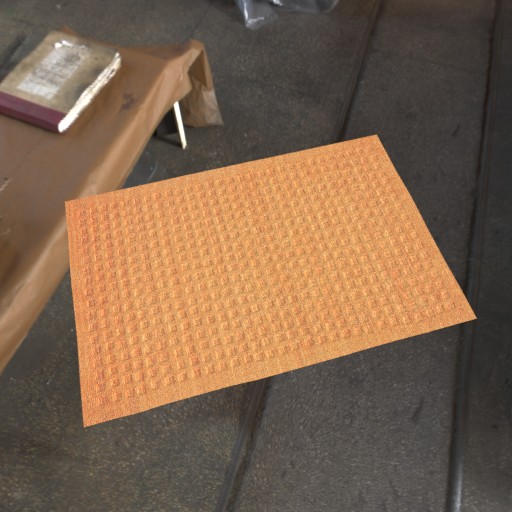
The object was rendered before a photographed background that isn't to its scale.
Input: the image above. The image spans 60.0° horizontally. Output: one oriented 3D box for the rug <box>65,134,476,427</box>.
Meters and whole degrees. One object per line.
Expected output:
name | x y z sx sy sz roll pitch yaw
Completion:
rug | 0.000 0.000 2.149 1.747 0.006 1.143 -14 63 -7
